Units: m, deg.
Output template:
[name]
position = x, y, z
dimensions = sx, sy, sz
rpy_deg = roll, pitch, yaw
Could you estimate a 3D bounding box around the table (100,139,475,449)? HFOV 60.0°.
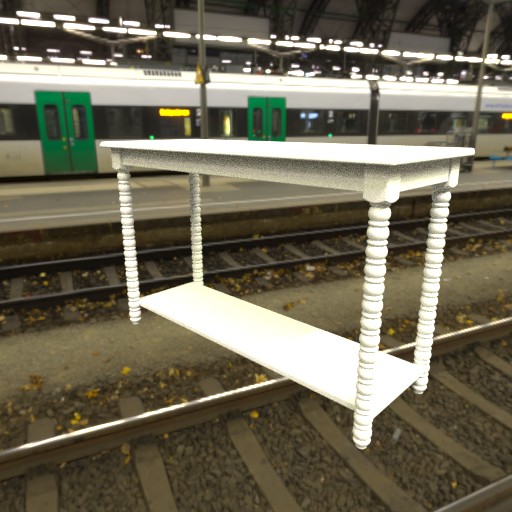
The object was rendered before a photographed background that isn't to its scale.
[table]
position = 0.000, 0.000, 1.514
dimensions = 1.184, 0.740, 0.459
rpy_deg = 15, 22, 42
